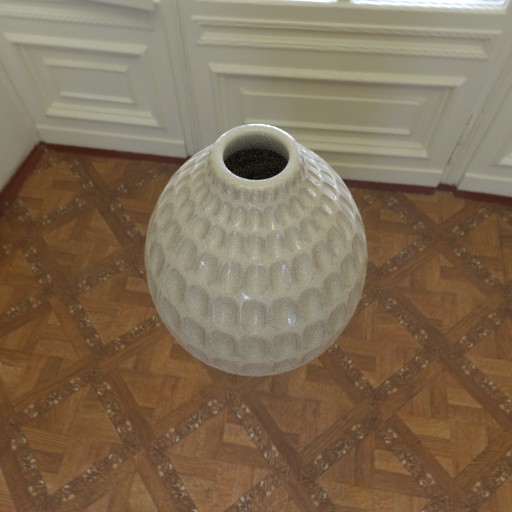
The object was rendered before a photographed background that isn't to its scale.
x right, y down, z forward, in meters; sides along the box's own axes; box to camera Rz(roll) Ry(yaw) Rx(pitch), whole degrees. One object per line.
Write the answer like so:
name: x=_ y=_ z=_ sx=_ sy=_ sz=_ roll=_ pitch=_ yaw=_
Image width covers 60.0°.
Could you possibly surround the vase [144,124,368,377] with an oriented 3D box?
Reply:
vase: x=0.000 y=0.000 z=0.260 sx=0.128 sy=0.167 sz=0.128 roll=0 pitch=58 yaw=0
